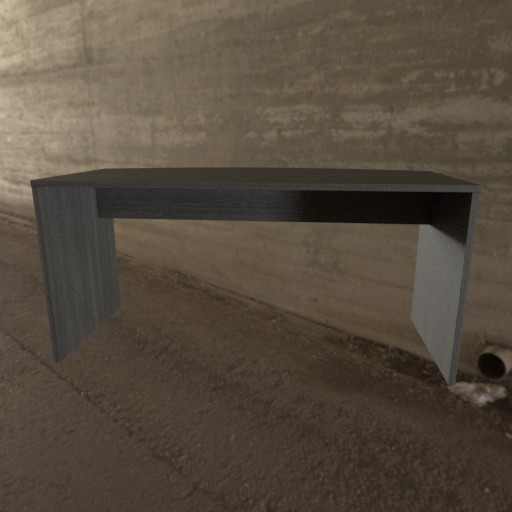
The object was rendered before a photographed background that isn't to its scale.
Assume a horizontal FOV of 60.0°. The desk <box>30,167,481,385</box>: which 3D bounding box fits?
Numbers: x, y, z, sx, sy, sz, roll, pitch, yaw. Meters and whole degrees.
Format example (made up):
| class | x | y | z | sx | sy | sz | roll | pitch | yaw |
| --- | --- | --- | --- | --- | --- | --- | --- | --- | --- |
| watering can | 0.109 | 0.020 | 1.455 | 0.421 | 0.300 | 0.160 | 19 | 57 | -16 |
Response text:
| class | x | y | z | sx | sy | sz | roll | pitch | yaw |
| --- | --- | --- | --- | --- | --- | --- | --- | --- | --- |
| desk | 0.000 | 0.000 | 2.043 | 1.600 | 0.750 | 0.802 | 2 | 15 | 6 |
